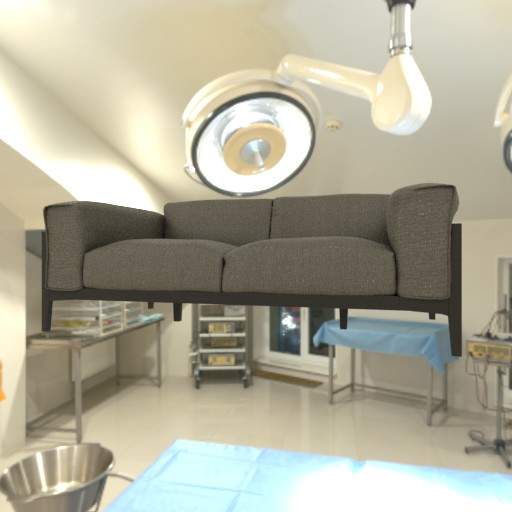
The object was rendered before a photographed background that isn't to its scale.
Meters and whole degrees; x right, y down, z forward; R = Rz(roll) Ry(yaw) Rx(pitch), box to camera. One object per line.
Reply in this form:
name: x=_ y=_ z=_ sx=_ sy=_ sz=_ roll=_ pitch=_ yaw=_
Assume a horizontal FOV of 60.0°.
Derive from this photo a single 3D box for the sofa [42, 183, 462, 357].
sofa: x=0.000 y=0.000 z=2.124 sx=1.690 sy=0.656 sz=0.960 roll=0 pitch=0 yaw=17
